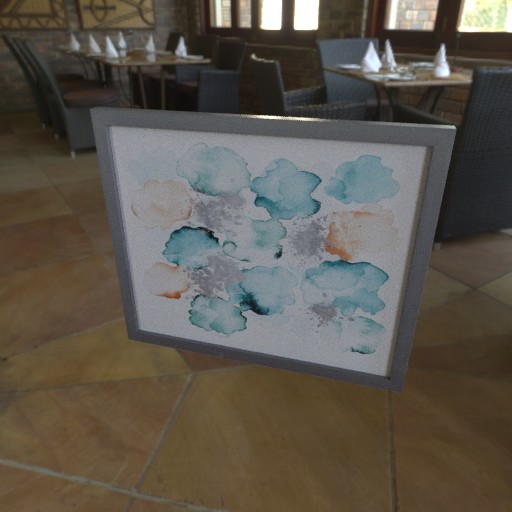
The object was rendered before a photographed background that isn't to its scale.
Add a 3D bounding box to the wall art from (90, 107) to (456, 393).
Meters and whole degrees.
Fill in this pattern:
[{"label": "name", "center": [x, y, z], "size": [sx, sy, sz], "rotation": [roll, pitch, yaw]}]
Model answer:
[{"label": "wall art", "center": [0.000, 0.000, 0.915], "size": [0.660, 0.558, 0.026], "rotation": [8, 29, 14]}]
